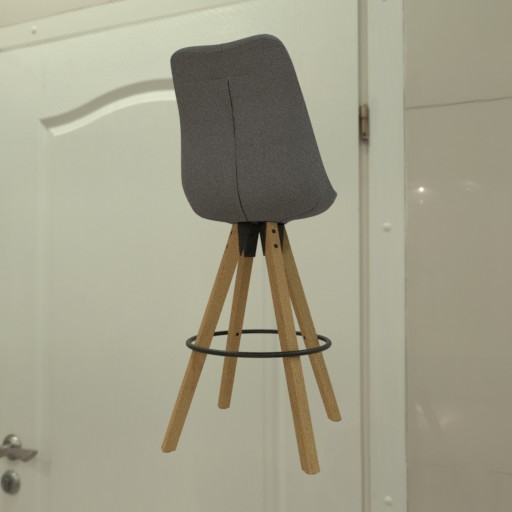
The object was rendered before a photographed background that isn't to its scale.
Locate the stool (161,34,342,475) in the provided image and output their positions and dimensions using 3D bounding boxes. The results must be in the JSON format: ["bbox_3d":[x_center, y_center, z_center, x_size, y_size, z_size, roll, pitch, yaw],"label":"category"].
[{"bbox_3d":[0.000,0.000,1.384,0.485,1.115,0.550,0,-2,19],"label":"stool"}]
